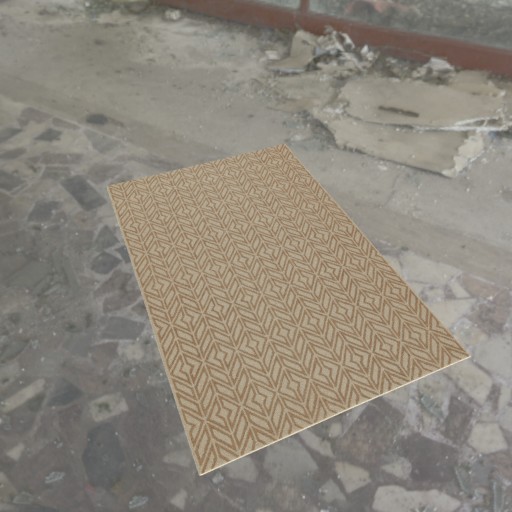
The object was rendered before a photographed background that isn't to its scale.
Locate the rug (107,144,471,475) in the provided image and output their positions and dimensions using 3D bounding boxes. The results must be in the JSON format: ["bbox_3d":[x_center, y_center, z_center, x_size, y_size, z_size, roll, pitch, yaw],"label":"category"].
[{"bbox_3d":[0.000,0.000,2.316,1.220,0.007,1.828,-17,48,-16],"label":"rug"}]
